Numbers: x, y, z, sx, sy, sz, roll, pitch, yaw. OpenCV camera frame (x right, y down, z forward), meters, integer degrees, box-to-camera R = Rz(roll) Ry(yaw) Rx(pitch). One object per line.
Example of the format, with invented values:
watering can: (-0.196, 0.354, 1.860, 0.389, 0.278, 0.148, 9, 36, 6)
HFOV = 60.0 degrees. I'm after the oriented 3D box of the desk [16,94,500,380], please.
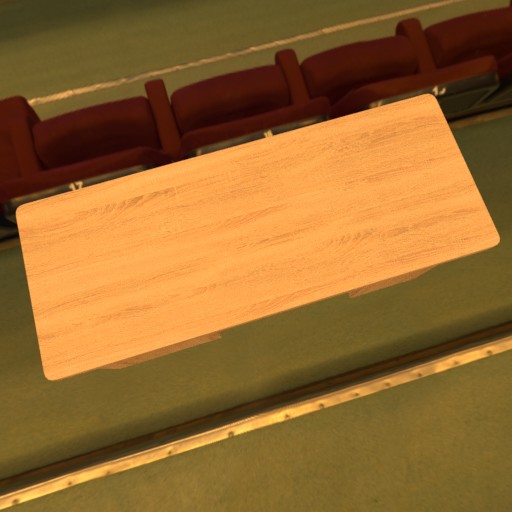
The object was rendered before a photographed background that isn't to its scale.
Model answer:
desk: (0.000, 0.000, 1.727, 1.400, 0.760, 0.550, -16, 76, -4)
